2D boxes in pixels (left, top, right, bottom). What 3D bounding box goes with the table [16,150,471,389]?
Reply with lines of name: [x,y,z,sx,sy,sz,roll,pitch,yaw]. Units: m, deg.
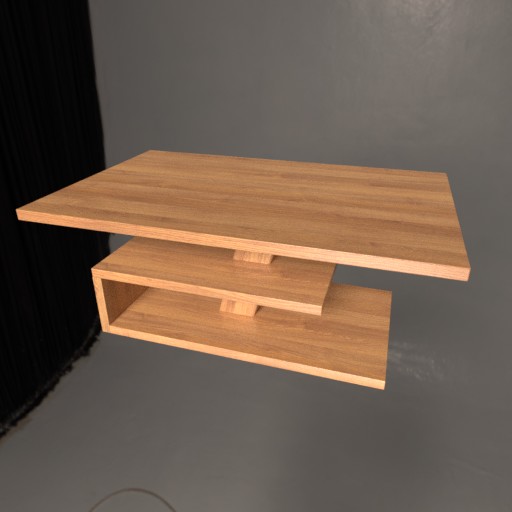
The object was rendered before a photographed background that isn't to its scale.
table: [0.000,0.000,1.412,1.100,0.442,0.700,8,28,16]
